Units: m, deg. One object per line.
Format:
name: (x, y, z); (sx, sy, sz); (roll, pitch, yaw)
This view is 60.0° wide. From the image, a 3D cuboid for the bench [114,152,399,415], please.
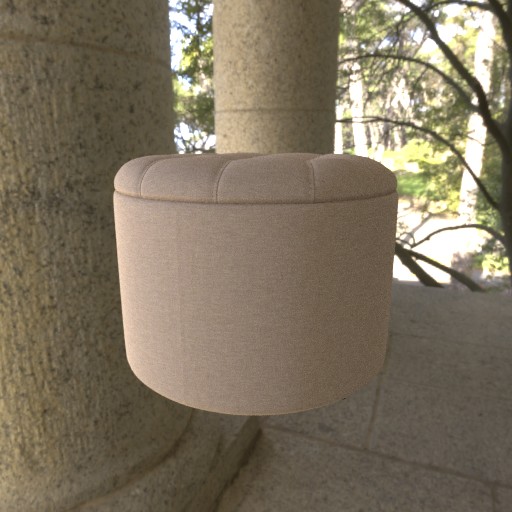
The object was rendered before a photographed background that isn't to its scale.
bench: (0.000, 0.000, 1.010); (0.600, 0.454, 0.600); (0, 14, 0)
